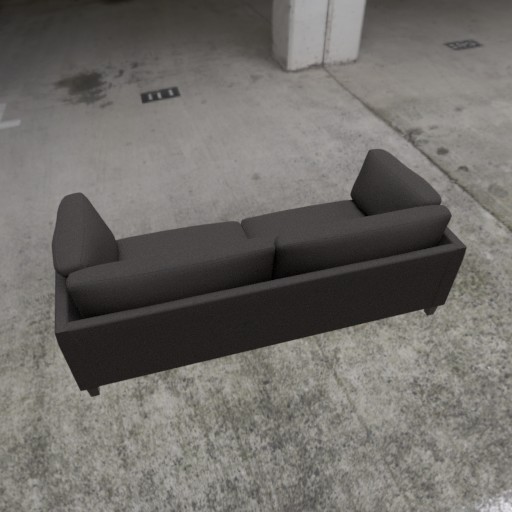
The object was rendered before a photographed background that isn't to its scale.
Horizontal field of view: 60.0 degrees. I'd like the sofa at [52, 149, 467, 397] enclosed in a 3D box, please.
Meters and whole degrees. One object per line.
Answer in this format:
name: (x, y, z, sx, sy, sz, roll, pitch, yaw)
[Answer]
sofa: (0.000, 0.000, 2.777, 2.312, 0.792, 0.969, -11, 42, -12)
